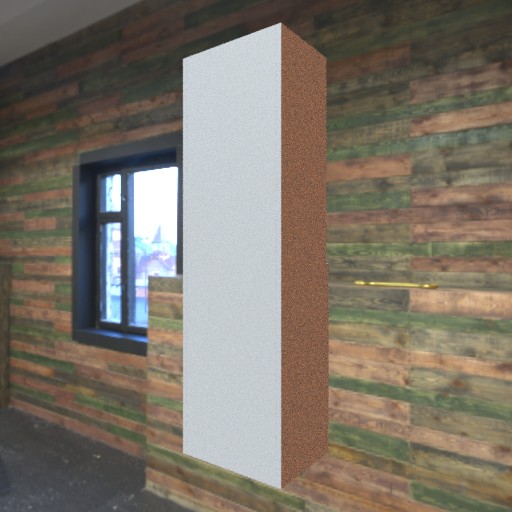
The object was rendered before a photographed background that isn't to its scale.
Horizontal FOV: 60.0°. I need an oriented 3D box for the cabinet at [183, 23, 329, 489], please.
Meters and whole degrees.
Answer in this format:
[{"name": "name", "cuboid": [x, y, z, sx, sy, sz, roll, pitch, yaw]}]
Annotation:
[{"name": "cabinet", "cuboid": [0.000, 0.000, 1.521, 0.400, 1.350, 0.300, 0, 0, 36]}]
